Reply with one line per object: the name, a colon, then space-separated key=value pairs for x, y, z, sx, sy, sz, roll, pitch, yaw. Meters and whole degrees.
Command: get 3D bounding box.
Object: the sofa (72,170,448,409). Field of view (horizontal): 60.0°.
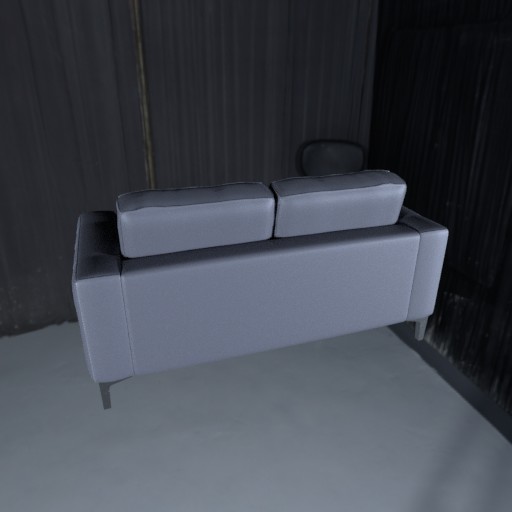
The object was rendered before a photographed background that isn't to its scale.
sofa: x=0.000 y=0.000 z=2.300 sx=1.726 sy=0.893 sz=0.833 roll=-8 pitch=26 yaw=-17
